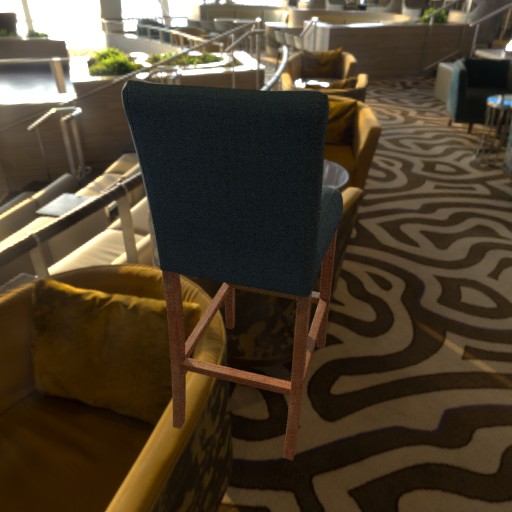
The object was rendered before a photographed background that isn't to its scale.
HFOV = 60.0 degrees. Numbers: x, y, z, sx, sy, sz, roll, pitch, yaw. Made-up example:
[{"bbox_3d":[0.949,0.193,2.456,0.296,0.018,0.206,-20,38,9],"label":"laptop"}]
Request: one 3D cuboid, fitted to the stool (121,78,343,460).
[{"bbox_3d":[0.000,0.000,1.362,0.454,1.088,0.574,9,33,15],"label":"stool"}]
